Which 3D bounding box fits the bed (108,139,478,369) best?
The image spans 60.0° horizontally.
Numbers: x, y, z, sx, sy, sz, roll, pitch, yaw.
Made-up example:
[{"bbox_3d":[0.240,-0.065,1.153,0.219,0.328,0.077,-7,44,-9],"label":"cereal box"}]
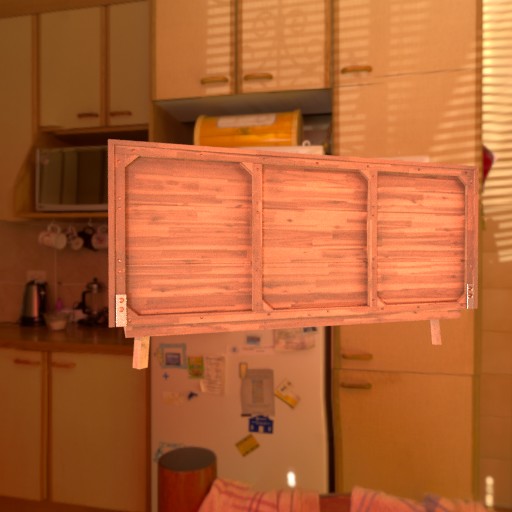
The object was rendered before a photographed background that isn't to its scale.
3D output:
[{"bbox_3d":[0.000,0.000,3.371,2.116,1.100,2.167,0,1,-18],"label":"bed"}]
